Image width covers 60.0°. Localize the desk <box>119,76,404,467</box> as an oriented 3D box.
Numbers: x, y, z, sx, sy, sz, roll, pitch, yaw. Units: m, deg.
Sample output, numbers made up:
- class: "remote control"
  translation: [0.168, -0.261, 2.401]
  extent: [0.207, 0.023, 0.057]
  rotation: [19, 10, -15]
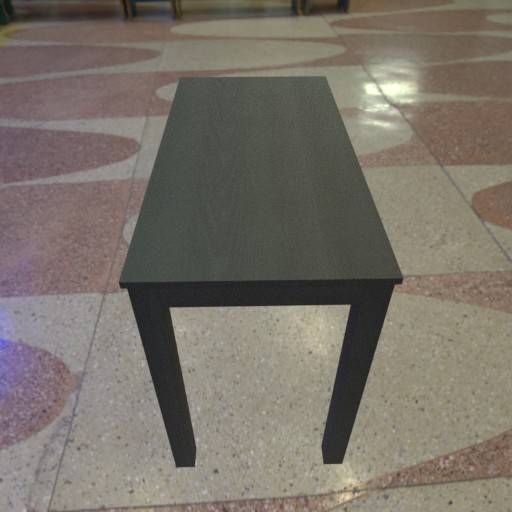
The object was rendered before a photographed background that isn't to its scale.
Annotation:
- class: "desk"
  translation: [0.000, 0.000, 1.398]
  extent: [0.499, 0.762, 0.991]
  rotation: [-1, 41, -1]
